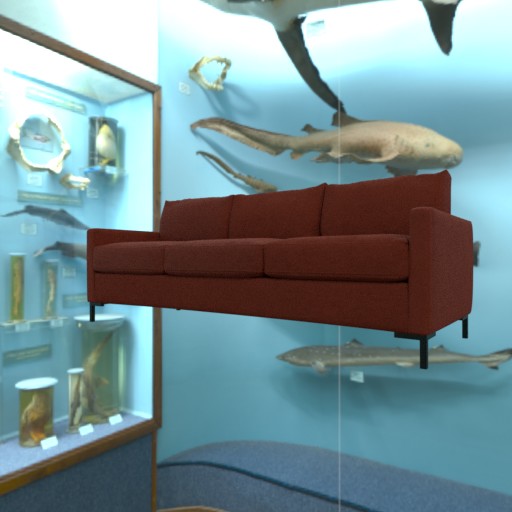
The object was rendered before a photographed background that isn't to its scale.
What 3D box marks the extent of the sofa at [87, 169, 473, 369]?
[{"bbox_3d":[0.000,0.000,2.657,2.252,0.879,0.875,0,0,36],"label":"sofa"}]
